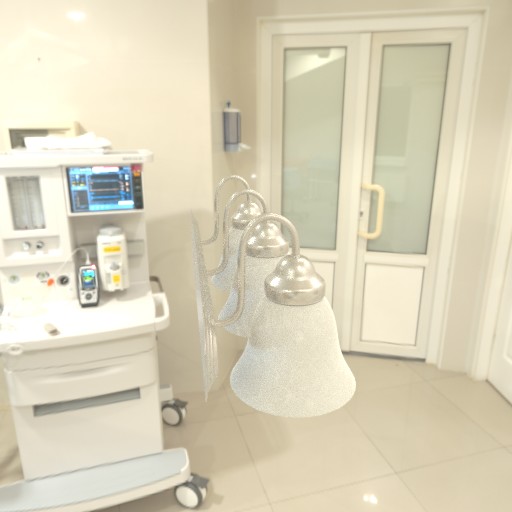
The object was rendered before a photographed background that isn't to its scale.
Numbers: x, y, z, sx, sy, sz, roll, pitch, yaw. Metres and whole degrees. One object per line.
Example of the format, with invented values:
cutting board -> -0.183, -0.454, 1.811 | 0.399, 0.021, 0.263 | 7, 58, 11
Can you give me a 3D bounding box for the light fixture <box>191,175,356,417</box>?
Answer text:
light fixture -> 0.000, 0.000, 0.732 | 0.199, 0.222, 0.610 | -3, 17, -9
